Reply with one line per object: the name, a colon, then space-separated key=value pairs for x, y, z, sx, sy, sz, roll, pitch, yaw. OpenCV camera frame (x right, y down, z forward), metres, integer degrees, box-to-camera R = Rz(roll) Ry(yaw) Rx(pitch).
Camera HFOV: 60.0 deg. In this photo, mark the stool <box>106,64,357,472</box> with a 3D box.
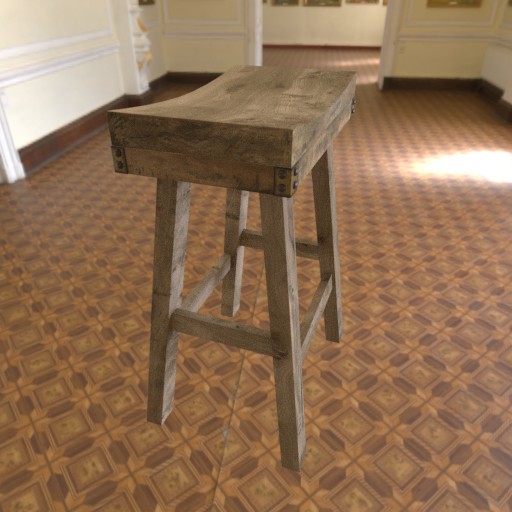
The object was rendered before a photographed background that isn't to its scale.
stool: x=0.000 y=0.000 z=0.879 sx=0.330 sy=0.635 sz=0.450 roll=11 pitch=33 yaw=17
